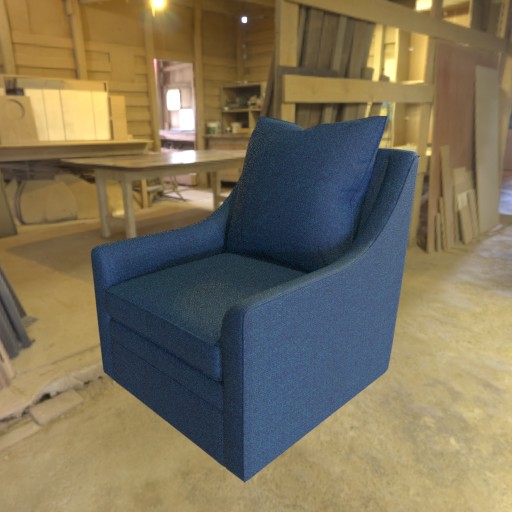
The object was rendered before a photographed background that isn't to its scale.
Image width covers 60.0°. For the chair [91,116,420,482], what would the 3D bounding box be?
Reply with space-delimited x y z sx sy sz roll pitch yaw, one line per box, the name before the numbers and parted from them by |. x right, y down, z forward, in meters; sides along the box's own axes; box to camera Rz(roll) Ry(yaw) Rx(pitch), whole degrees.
chair | 0.000 0.000 1.557 0.750 0.939 0.870 16 24 42
